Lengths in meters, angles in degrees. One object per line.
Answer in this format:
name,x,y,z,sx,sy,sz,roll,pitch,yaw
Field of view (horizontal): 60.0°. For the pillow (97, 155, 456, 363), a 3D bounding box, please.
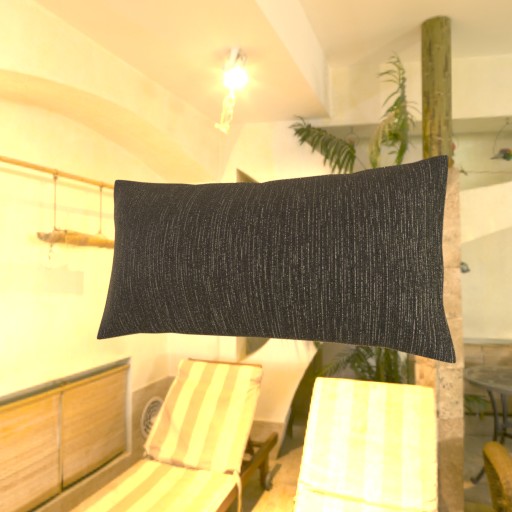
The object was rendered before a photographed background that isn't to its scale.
pillow,0.000,0.000,0.744,0.608,0.305,0.156,0,-1,19
